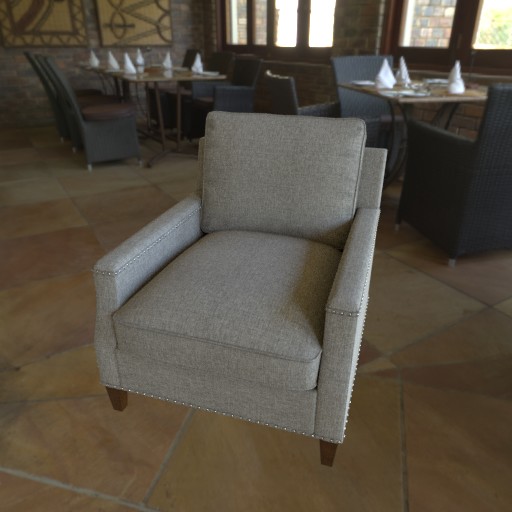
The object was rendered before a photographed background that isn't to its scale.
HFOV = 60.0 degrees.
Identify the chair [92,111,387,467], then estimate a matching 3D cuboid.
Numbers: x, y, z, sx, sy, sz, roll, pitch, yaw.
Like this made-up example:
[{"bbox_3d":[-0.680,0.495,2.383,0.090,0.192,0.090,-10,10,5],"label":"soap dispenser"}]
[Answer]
[{"bbox_3d":[0.000,0.000,1.695,0.853,0.943,1.014,8,27,16],"label":"chair"}]
